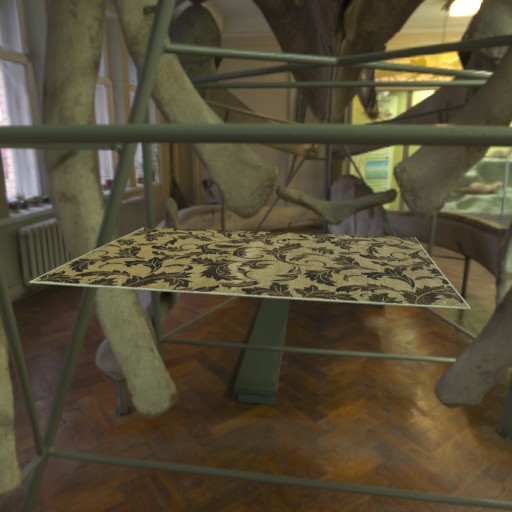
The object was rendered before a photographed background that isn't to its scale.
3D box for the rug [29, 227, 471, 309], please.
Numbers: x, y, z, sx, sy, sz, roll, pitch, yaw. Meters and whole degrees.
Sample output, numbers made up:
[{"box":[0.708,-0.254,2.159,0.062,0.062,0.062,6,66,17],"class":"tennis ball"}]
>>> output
[{"box":[0.000,0.000,2.955,2.284,0.008,1.522,3,15,9],"class":"rug"}]
